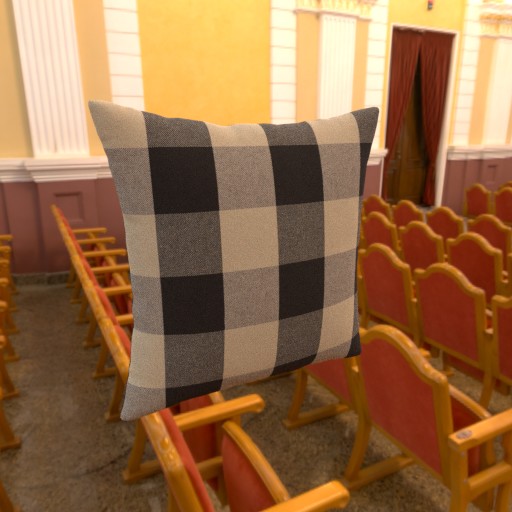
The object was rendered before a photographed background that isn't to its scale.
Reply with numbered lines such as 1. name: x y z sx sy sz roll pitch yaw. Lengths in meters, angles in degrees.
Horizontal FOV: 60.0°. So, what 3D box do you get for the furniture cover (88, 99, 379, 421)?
1. furniture cover: 0.000 0.000 0.782 0.511 0.509 0.161 -8 18 -26
